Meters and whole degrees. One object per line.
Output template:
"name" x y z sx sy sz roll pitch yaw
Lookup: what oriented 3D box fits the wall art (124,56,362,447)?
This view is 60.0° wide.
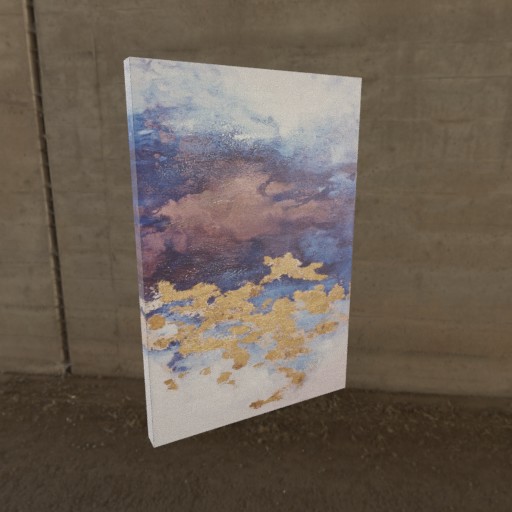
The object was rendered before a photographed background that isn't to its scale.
"wall art" 0.000 0.000 1.116 0.583 0.874 0.048 -7 16 -27
